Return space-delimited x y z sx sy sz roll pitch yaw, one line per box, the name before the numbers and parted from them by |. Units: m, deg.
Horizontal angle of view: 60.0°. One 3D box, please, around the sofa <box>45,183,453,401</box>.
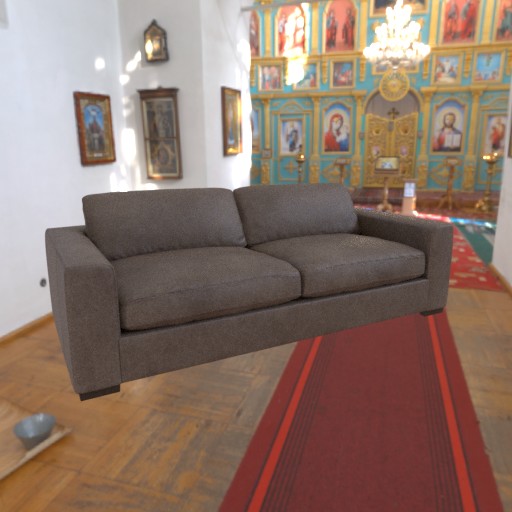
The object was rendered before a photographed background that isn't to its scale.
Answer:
sofa | 0.000 0.000 2.701 2.262 0.801 1.070 -7 15 -28
